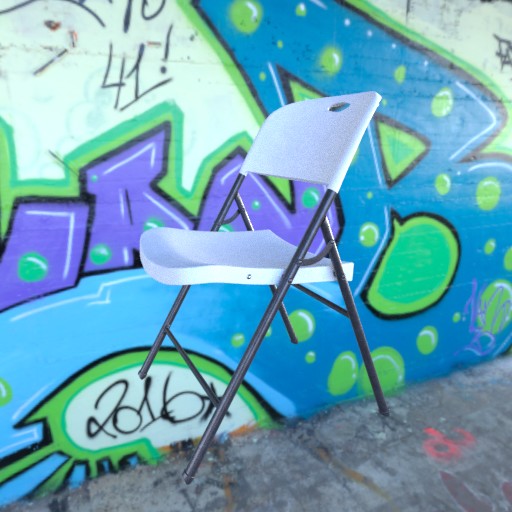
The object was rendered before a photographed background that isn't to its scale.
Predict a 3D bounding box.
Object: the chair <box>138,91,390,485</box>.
[{"bbox_3d":[0.000,0.000,1.150,0.566,0.810,0.494,-7,17,-25],"label":"chair"}]
